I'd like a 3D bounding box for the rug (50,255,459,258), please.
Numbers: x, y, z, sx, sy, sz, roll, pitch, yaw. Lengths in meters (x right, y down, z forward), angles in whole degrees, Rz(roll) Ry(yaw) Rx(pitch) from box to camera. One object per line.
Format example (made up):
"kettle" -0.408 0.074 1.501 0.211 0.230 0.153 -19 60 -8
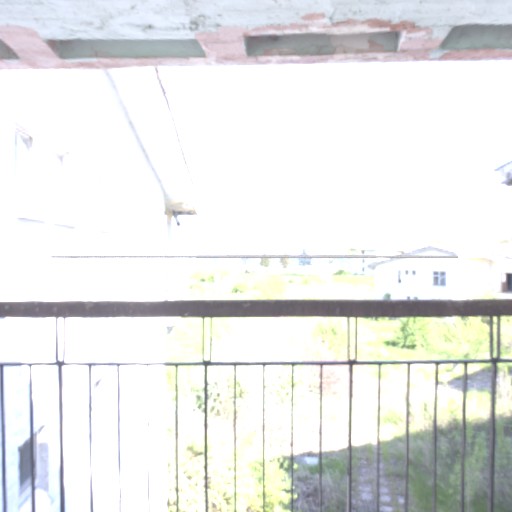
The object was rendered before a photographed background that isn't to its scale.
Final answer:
"rug" 0.000 0.000 4.160 2.441 0.015 3.050 0 0 1
